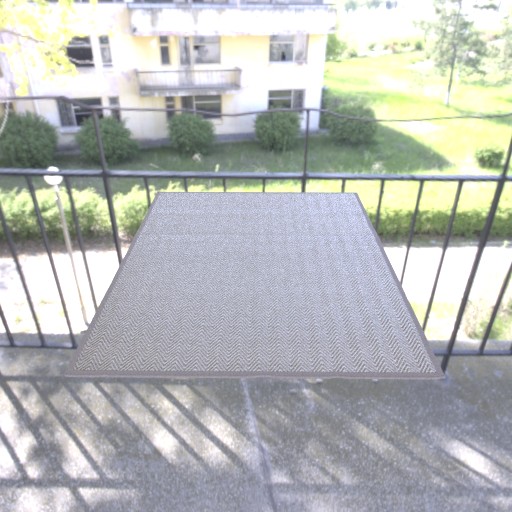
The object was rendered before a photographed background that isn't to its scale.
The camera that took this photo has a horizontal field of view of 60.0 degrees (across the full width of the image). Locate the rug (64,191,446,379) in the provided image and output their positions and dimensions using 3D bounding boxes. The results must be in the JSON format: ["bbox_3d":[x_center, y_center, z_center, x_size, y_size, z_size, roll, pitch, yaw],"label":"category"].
[{"bbox_3d":[0.000,0.000,4.100,2.434,0.032,3.007,0,31,0],"label":"rug"}]
